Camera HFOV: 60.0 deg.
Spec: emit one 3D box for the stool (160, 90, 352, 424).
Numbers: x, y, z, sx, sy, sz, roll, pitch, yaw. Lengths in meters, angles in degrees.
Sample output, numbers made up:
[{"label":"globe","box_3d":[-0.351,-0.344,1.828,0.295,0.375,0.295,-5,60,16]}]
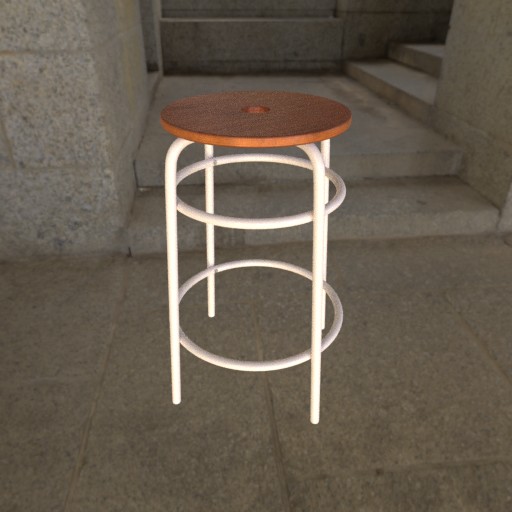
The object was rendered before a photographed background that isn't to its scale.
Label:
[{"label":"stool","box_3d":[0.000,0.000,0.945,0.455,0.610,0.455,-20,37,-30]}]
